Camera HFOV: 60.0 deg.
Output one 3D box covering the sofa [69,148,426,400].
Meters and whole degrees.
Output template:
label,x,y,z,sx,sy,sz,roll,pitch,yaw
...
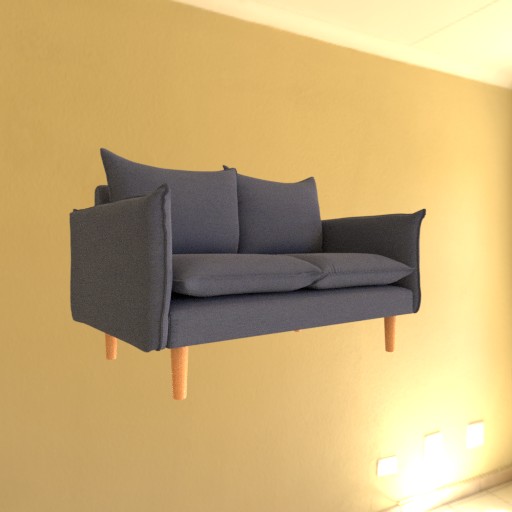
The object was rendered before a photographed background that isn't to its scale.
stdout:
label,x,y,z,sx,sy,sz,roll,pitch,yaw
sofa,0.000,0.000,1.860,1.300,0.840,0.820,-1,1,-37
